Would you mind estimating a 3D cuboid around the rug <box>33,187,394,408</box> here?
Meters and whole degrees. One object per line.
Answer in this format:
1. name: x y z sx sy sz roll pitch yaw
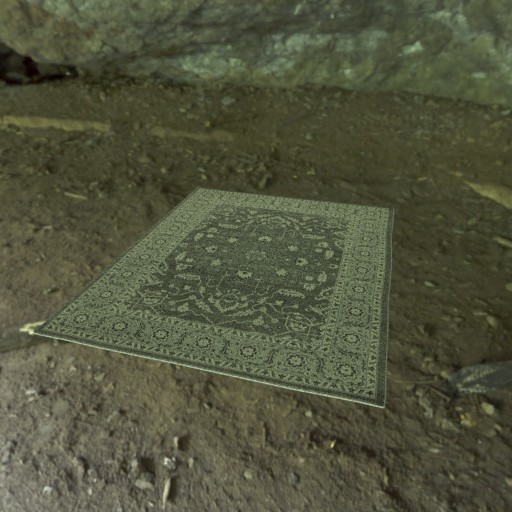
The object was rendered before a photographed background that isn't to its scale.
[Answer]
1. rug: 0.000 0.000 4.150 2.451 0.026 3.069 8 30 14
